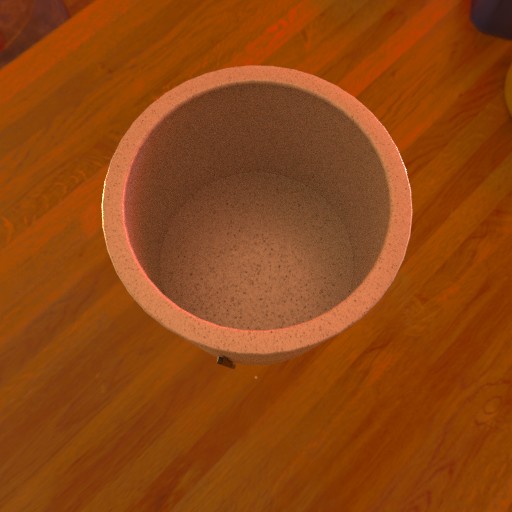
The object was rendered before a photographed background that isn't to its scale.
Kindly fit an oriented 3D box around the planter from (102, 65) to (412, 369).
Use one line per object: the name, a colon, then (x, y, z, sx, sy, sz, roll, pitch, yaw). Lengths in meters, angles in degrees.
planter: (0.000, 0.000, 0.737, 0.359, 0.484, 0.368, 15, 75, 4)
